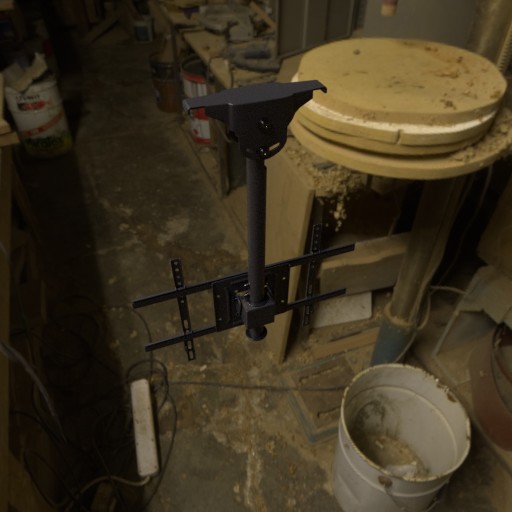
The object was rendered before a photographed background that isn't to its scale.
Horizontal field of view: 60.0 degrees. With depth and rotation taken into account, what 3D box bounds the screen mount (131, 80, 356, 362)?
[{"bbox_3d":[0.000,0.000,1.033,0.595,0.775,0.090,-14,44,-15],"label":"screen mount"}]
